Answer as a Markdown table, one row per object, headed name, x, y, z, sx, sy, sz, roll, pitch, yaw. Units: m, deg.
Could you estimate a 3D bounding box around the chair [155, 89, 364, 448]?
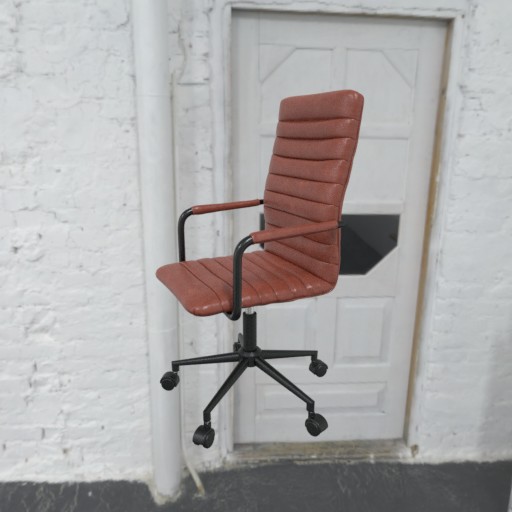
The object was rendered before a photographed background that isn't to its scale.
| name | x | y | z | sx | sy | sz | roll | pitch | yaw |
| --- | --- | --- | --- | --- | --- | --- | --- | --- | --- |
| chair | 0.000 | 0.000 | 1.398 | 0.580 | 0.979 | 0.608 | -8 | 17 | -26 |
